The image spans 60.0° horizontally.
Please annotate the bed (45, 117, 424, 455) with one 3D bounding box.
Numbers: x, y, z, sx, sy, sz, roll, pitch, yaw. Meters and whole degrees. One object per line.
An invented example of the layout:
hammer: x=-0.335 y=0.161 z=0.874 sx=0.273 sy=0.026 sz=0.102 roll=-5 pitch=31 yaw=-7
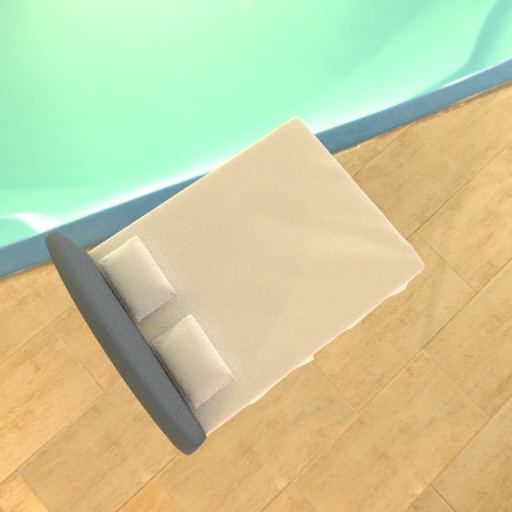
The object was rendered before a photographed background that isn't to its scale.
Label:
bed: x=0.000 y=0.000 z=3.018 sx=2.005 sy=1.410 sz=1.607 roll=-35 pitch=78 yaw=-9
